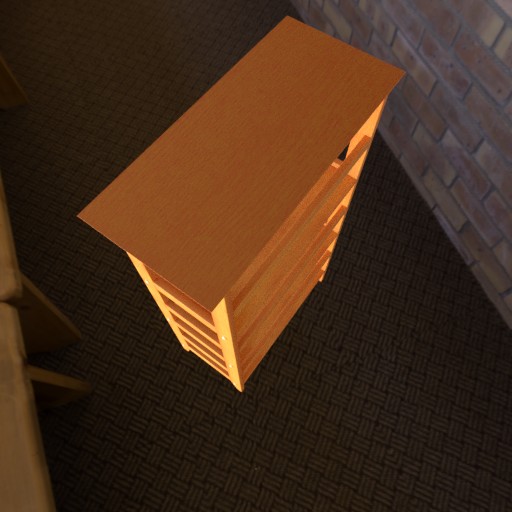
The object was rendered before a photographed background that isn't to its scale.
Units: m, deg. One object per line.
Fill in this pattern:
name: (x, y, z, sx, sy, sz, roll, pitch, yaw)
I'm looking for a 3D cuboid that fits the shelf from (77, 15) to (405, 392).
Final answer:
shelf: (0.000, 0.000, 1.344, 0.305, 1.067, 0.660, 33, 69, 15)
